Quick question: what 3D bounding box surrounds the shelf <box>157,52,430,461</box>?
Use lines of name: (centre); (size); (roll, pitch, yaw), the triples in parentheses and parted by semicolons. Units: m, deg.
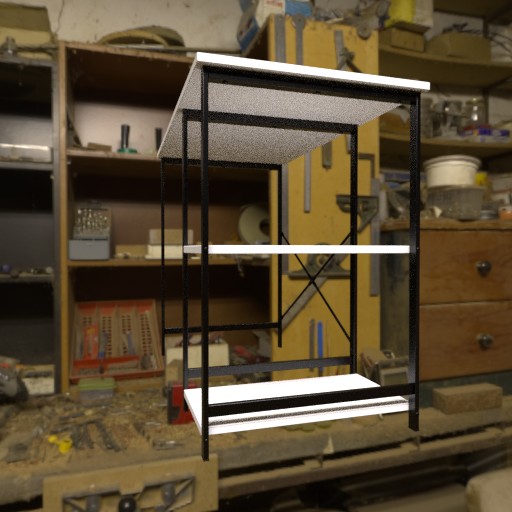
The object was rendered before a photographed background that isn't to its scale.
shelf: (0.000, 0.000, 1.307); (0.498, 0.750, 0.902); (0, 1, -17)
